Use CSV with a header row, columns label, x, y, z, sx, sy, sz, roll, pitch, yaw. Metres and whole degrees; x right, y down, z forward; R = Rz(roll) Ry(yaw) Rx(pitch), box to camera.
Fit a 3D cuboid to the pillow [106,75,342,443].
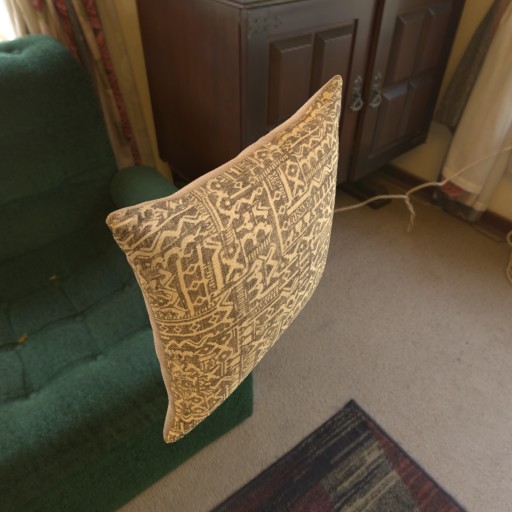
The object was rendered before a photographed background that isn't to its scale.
label,x,y,z,sx,sy,sz,roll,pitch,yaw
pillow,0.000,0.000,0.785,0.180,0.487,0.546,24,46,26
